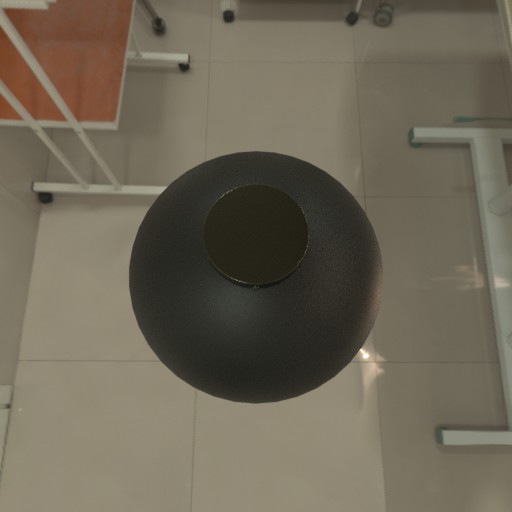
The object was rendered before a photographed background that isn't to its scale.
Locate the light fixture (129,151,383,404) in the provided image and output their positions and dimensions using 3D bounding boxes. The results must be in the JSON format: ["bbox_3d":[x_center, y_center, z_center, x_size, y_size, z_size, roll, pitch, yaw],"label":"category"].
[{"bbox_3d":[0.000,0.000,0.550,0.355,0.177,0.355,0,74,0],"label":"light fixture"}]
